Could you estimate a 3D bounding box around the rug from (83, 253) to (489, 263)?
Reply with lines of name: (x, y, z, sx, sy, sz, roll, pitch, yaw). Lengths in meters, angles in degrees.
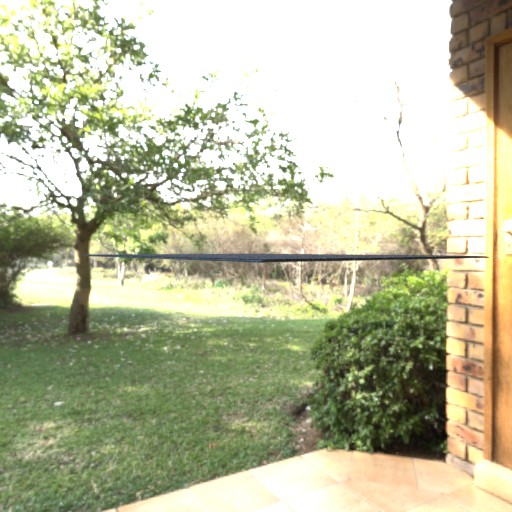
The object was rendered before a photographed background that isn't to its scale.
rug: (0.000, 0.000, 2.864, 1.567, 0.014, 2.207, -1, 1, -36)
